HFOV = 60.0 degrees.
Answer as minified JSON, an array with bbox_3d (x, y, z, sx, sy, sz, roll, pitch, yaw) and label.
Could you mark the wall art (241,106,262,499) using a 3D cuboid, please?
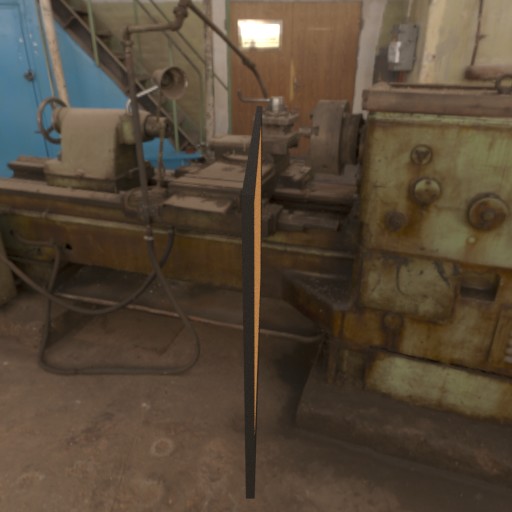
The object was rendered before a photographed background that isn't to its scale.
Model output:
[{"bbox_3d":[0.000,0.000,0.840,0.013,0.458,0.664,1,26,1],"label":"wall art"}]
